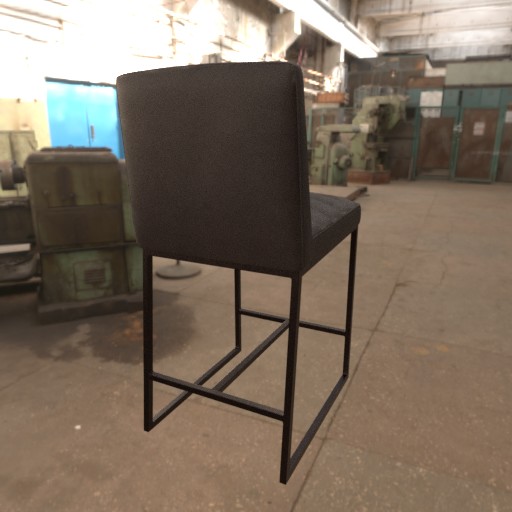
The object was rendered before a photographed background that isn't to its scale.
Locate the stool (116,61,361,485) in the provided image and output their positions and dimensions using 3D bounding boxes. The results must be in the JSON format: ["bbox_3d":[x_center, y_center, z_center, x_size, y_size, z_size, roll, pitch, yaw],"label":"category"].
[{"bbox_3d":[0.000,0.000,1.255,0.463,0.946,0.562,8,18,26],"label":"stool"}]
